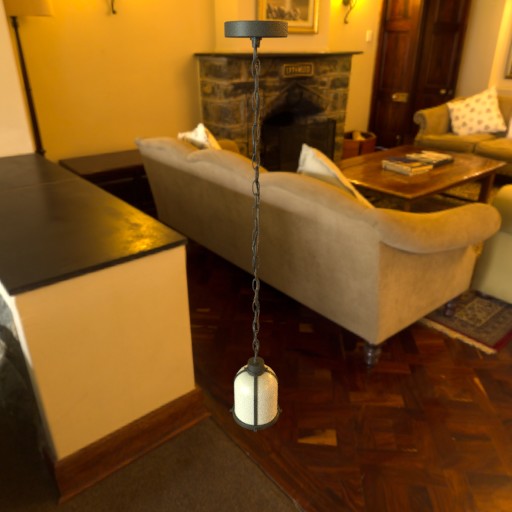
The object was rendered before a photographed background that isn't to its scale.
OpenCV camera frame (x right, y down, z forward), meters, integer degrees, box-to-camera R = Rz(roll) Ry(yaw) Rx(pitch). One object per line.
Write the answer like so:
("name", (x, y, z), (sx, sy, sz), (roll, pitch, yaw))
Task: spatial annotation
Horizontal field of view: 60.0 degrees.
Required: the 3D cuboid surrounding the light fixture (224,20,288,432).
("light fixture", (0.000, 0.000, 1.264), (0.178, 1.181, 0.178), (0, 25, 1))
